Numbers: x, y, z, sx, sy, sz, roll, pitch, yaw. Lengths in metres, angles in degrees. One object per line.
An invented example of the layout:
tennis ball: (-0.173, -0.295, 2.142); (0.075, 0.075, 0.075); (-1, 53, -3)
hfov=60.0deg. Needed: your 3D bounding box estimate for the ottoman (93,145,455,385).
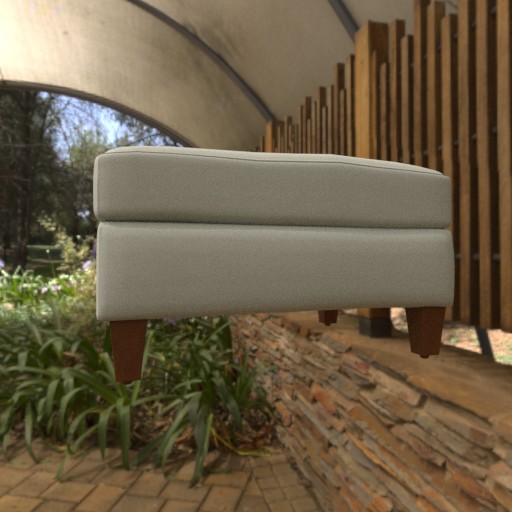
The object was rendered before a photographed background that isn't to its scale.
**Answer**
ottoman: (0.000, 0.000, 1.213); (0.818, 0.496, 0.634); (0, 0, -18)
